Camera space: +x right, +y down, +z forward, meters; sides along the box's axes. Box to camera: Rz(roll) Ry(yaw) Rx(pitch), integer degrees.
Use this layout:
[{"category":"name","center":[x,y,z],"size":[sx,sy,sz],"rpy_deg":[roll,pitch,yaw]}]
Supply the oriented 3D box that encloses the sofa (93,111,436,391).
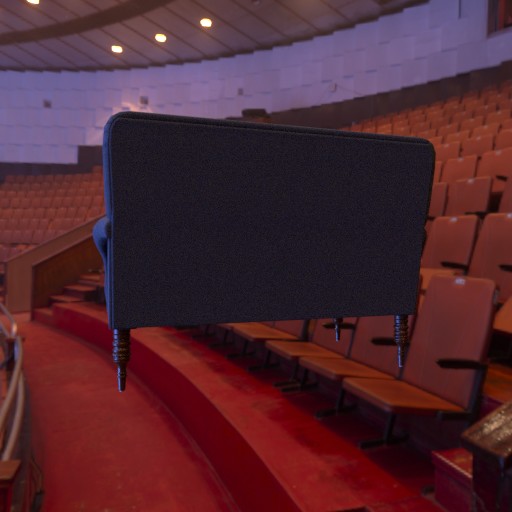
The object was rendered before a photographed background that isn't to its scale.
[{"category":"sofa","center":[0.000,0.000,1.854],"size":[1.297,0.889,0.779],"rpy_deg":[0,0,-17]}]
